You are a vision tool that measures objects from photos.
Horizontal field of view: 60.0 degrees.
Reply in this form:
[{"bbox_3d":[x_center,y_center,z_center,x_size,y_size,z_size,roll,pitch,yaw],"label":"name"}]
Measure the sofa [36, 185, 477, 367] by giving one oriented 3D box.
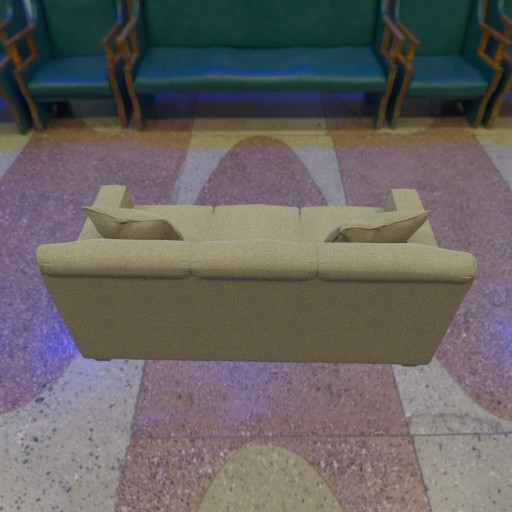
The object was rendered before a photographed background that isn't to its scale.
[{"bbox_3d":[0.000,0.000,2.618,2.024,0.958,0.997,1,45,1],"label":"sofa"}]
